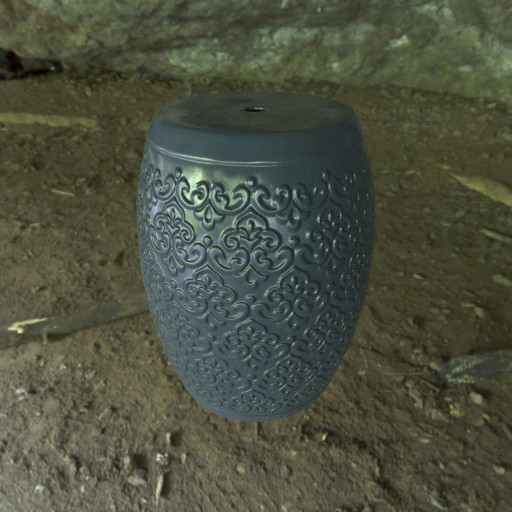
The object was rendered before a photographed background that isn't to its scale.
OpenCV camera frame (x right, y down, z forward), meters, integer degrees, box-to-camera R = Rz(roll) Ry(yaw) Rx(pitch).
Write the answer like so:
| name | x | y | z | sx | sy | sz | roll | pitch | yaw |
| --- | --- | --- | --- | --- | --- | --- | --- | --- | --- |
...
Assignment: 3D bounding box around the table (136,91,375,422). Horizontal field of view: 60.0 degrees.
| name | x | y | z | sx | sy | sz | roll | pitch | yaw |
| --- | --- | --- | --- | --- | --- | --- | --- | --- | --- |
| table | 0.000 | 0.000 | 0.612 | 0.309 | 0.397 | 0.309 | 0 | 30 | 0 |
